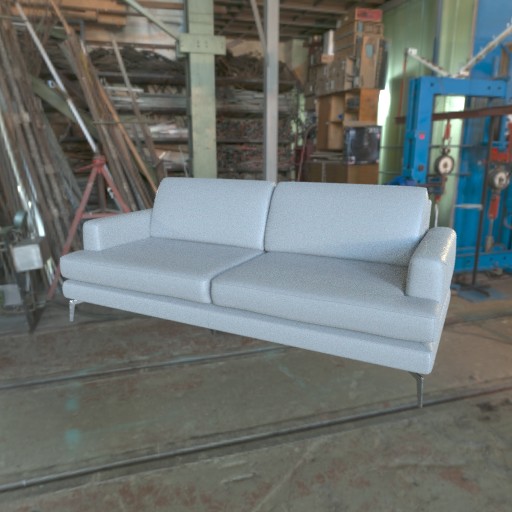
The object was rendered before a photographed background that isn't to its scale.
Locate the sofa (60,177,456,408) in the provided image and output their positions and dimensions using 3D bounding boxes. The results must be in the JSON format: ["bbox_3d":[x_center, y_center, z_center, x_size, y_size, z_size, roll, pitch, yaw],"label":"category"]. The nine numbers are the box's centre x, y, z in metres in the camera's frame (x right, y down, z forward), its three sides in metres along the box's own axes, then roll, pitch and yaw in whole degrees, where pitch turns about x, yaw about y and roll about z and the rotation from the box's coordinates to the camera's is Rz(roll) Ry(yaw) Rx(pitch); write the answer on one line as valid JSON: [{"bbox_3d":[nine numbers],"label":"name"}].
[{"bbox_3d":[0.000,0.000,2.394,1.940,0.765,0.974,7,16,26],"label":"sofa"}]
